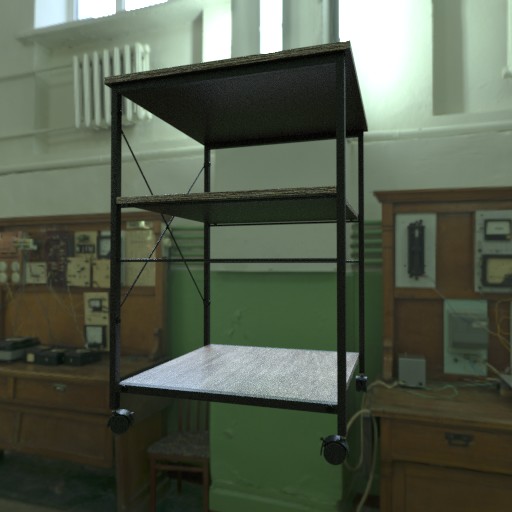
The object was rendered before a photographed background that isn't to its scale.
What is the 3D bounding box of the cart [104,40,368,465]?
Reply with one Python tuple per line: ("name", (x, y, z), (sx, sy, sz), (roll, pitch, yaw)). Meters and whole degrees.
("cart", (0.000, 0.000, 1.114), (0.520, 0.762, 0.521), (0, -1, 18))
